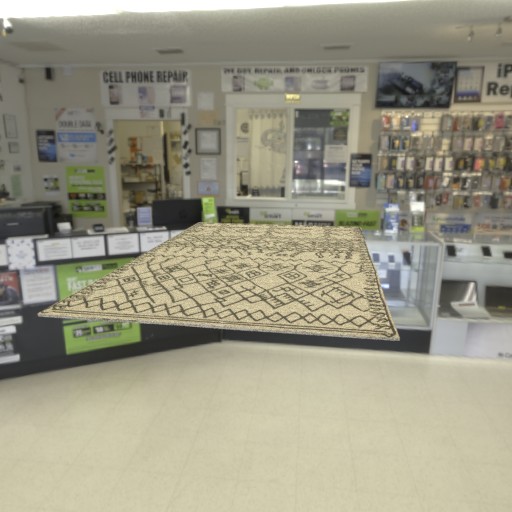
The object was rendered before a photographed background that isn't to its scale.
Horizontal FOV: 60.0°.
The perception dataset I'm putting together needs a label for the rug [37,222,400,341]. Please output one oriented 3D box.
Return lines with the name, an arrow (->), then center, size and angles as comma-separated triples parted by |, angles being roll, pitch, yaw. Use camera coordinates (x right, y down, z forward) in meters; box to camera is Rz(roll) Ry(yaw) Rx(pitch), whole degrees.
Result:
rug -> 0.000, 0.000, 2.978 | 1.530, 0.012, 2.444 | 2, 14, 9
